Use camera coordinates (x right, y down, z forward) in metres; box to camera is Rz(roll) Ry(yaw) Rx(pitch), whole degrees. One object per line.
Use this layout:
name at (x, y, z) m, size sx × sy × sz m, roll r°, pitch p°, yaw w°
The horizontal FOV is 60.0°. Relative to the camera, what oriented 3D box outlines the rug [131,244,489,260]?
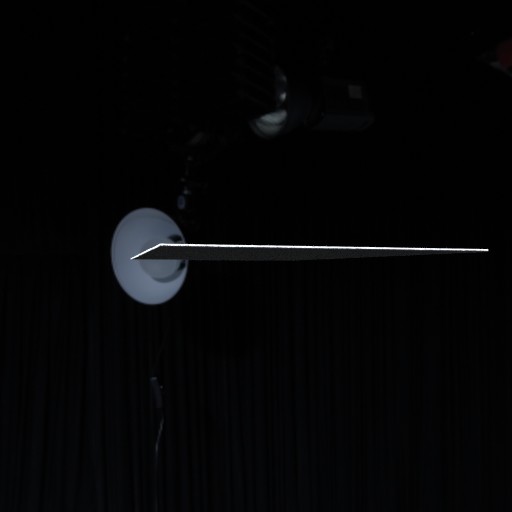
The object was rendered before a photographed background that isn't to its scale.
rug at (0.000, 0.000, 3.014) m, size 1.546 × 0.010 × 2.442 m, roll 1°, pitch -2°, yaw -18°
